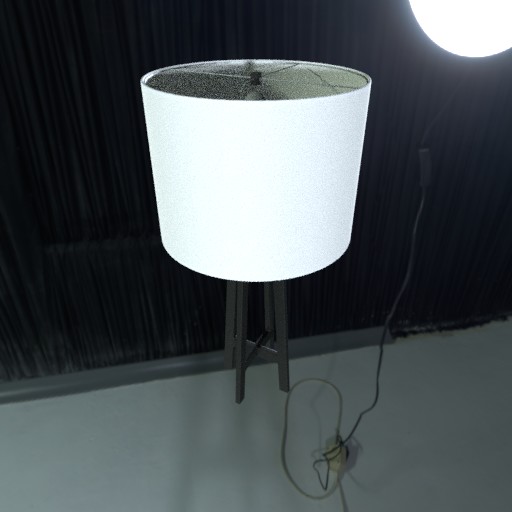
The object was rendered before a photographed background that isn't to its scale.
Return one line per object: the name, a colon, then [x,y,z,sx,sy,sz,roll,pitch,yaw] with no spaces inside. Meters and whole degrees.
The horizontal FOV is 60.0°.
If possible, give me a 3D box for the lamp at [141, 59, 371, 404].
lamp: [0.000,0.000,0.631,0.257,0.489,0.257,-9,33,-14]
